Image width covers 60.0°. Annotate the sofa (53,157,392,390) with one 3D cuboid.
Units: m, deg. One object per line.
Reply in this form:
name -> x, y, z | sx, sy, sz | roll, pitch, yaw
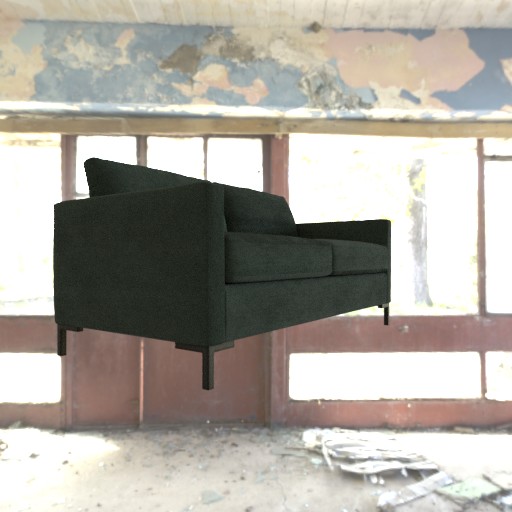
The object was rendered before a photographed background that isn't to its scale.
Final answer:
sofa -> 0.000, 0.000, 2.218 | 0.875, 0.817, 1.676 | 0, 0, 36
